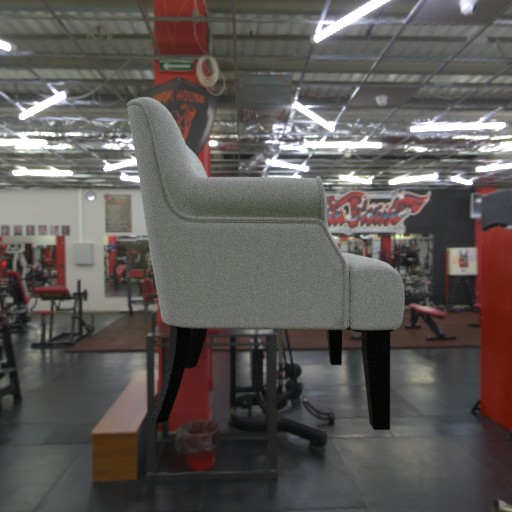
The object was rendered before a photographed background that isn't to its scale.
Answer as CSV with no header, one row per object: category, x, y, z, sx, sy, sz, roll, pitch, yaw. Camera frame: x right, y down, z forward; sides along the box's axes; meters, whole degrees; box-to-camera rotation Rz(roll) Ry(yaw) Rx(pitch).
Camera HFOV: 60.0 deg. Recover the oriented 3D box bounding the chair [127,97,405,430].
chair,0.000,0.000,1.459,0.750,0.875,0.781,0,1,0
